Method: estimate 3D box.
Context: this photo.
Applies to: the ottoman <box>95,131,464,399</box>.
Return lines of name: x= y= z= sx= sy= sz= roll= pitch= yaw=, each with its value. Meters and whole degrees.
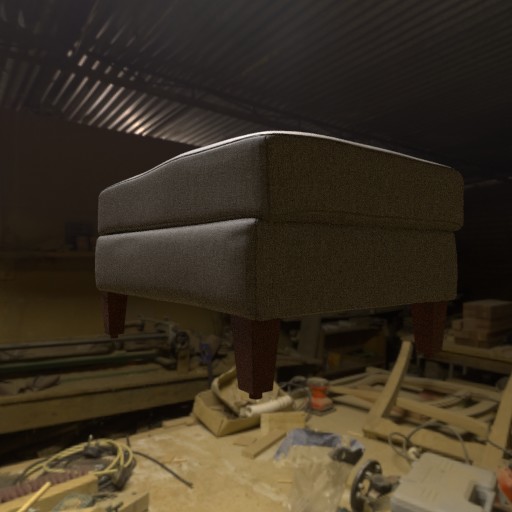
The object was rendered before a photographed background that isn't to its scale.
ottoman: x=0.000 y=0.000 z=1.209 sx=0.639 sy=0.494 sz=0.873 roll=0 pitch=0 yaw=-37
